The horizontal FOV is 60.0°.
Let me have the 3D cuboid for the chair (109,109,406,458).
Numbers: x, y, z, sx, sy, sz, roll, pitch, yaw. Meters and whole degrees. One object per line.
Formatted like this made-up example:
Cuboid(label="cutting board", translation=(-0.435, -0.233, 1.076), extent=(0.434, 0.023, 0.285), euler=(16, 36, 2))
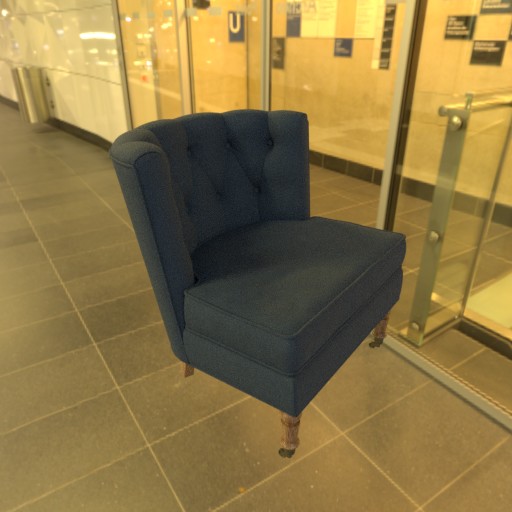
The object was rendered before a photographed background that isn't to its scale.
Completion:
Cuboid(label="chair", translation=(0.000, 0.000, 1.360), extent=(0.718, 0.771, 0.740), euler=(19, 32, 33))
